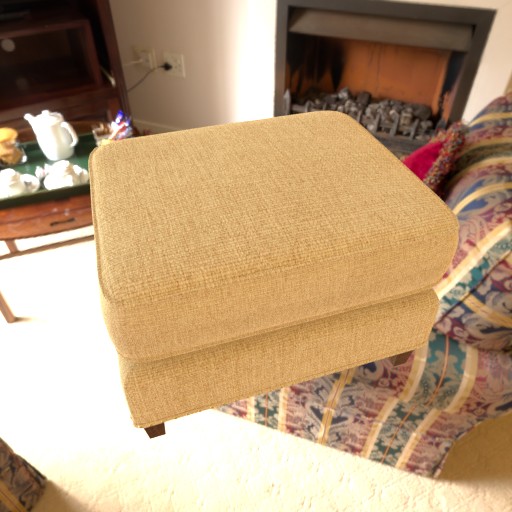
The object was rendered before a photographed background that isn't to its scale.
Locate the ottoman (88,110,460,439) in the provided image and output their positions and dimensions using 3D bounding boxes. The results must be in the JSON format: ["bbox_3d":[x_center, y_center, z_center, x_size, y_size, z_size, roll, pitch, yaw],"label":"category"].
[{"bbox_3d":[0.000,0.000,1.122,0.738,0.537,0.589,-12,44,-13],"label":"ottoman"}]
